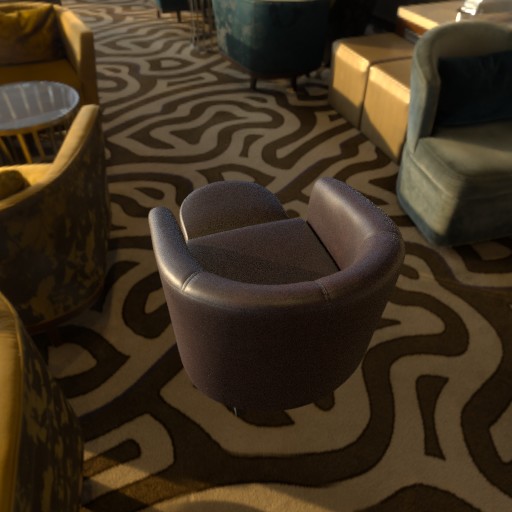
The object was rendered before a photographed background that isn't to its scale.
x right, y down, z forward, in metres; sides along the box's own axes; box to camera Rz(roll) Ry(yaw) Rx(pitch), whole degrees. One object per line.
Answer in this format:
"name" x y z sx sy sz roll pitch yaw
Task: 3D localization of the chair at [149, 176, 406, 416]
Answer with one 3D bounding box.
"chair" 0.000 0.000 1.691 0.737 0.755 1.176 -12 44 -13
